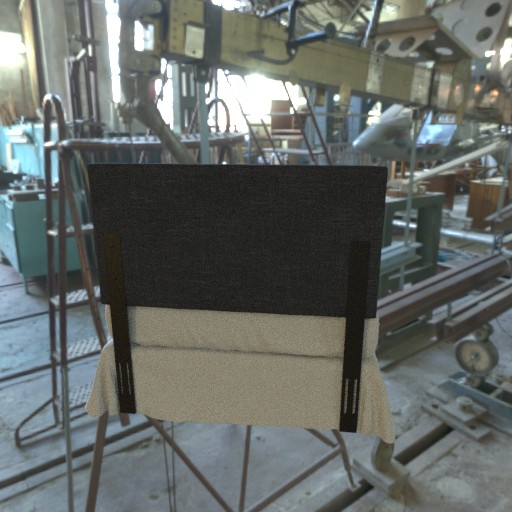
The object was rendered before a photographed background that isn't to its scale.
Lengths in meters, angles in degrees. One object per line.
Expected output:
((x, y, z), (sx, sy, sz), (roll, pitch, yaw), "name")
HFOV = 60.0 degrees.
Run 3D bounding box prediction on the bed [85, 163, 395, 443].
((0.000, 0.000, 3.518), (1.936, 1.577, 2.222), (2, 16, 7), "bed")
